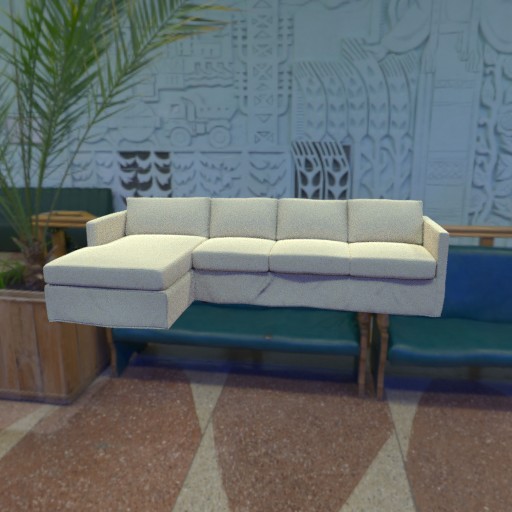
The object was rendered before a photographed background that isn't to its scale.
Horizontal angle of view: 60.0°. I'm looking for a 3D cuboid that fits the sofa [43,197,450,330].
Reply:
[{"bbox_3d":[0.000,0.000,3.968,3.205,0.922,1.650,2,14,9],"label":"sofa"}]
